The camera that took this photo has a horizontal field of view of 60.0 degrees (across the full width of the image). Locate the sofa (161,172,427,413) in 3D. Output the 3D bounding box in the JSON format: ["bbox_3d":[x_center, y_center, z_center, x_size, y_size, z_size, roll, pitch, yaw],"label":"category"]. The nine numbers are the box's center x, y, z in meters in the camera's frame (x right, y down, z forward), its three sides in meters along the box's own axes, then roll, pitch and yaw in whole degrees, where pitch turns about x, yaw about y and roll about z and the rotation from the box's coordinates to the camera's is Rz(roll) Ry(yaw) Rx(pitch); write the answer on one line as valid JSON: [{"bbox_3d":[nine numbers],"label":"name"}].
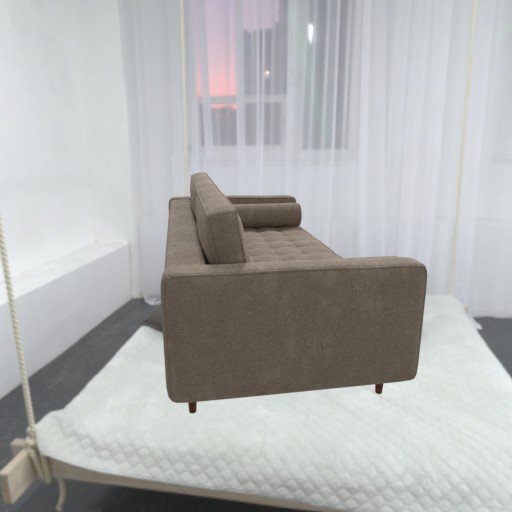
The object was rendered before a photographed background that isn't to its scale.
[{"bbox_3d":[0.000,0.000,2.346,0.920,0.769,1.883,-3,15,-10],"label":"sofa"}]
